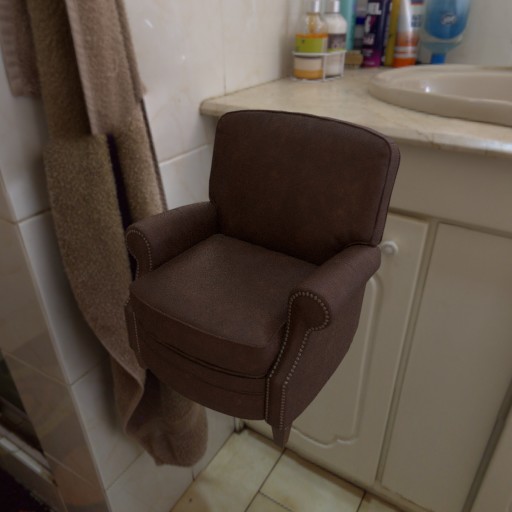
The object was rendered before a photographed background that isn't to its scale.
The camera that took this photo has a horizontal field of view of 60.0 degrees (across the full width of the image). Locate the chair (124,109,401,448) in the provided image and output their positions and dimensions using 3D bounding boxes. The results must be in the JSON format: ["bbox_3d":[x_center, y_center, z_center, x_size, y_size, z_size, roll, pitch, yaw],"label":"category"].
[{"bbox_3d":[0.000,0.000,1.806,0.936,1.018,0.986,19,35,29],"label":"chair"}]
